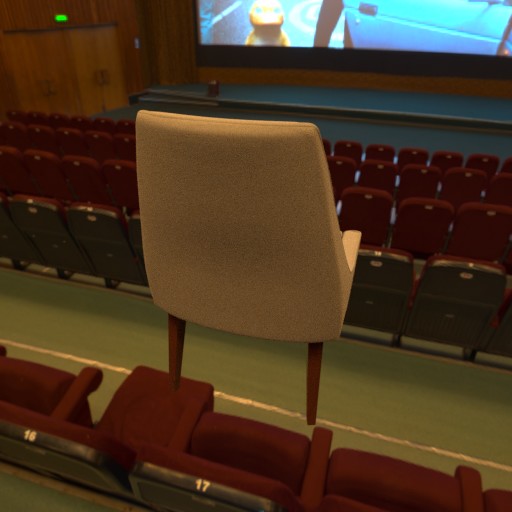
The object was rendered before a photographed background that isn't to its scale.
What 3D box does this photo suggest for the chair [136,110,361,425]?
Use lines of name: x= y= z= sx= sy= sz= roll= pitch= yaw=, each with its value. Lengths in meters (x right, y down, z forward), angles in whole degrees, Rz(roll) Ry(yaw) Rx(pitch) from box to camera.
chair: x=0.000 y=0.000 z=1.213 sx=0.529 sy=0.861 sz=0.544 roll=9 pitch=33 yaw=14
